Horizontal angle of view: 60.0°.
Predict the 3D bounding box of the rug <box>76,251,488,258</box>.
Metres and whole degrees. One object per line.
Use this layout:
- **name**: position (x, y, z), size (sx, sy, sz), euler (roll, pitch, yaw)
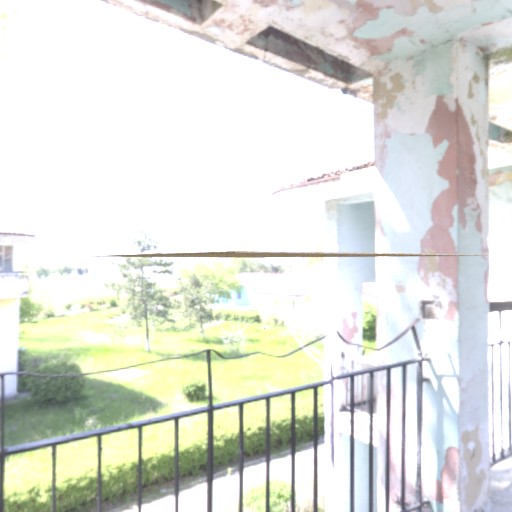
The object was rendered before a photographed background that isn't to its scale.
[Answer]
- **rug**: position (0.000, 0.000, 4.086), size (2.433, 0.011, 3.037), euler (0, -1, -36)
